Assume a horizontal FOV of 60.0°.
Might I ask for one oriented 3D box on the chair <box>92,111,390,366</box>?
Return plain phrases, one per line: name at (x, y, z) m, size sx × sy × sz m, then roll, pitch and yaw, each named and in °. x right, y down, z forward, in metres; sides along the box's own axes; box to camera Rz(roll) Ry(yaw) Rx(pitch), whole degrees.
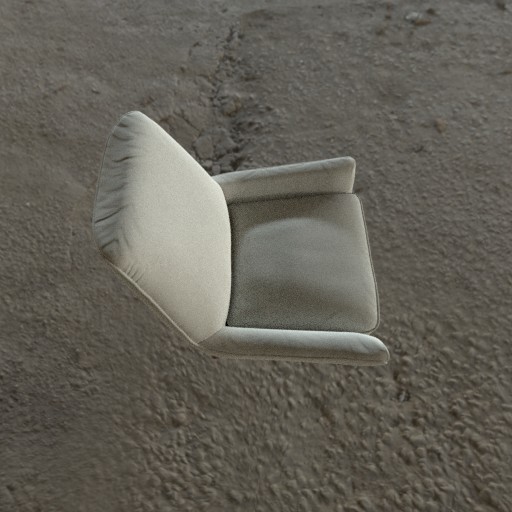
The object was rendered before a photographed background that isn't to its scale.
chair at (0.000, 0.000, 1.523) m, size 0.822 × 0.888 × 0.787 m, roll -2°, pitch 62°, yaw -1°
